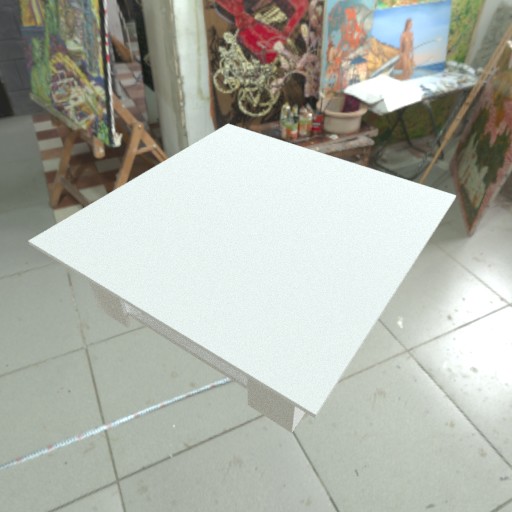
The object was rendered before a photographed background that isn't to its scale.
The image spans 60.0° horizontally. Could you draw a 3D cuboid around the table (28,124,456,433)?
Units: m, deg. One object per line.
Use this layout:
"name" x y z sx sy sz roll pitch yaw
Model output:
"table" 0.000 0.000 1.388 0.890 0.305 0.890 25 47 25
